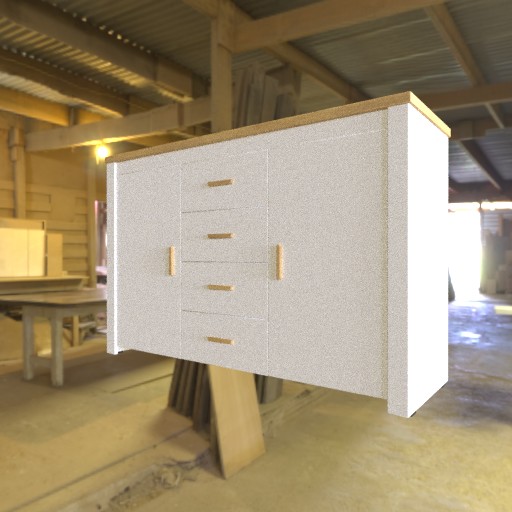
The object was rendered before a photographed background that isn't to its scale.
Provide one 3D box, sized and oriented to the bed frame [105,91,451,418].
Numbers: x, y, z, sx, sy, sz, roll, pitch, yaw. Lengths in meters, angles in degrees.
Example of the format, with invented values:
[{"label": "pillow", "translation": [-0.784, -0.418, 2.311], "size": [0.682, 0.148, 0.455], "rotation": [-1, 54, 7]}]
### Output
[{"label": "bed frame", "translation": [0.000, 0.000, 1.696], "size": [1.300, 0.850, 0.430], "rotation": [0, 0, 36]}]
